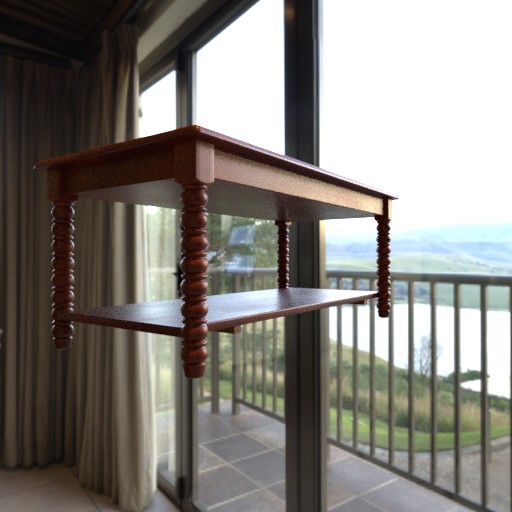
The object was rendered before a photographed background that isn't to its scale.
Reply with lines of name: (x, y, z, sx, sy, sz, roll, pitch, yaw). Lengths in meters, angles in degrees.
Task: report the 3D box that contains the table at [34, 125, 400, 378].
table: (0.000, 0.000, 1.450, 0.580, 0.485, 1.171, 0, 0, 36)
